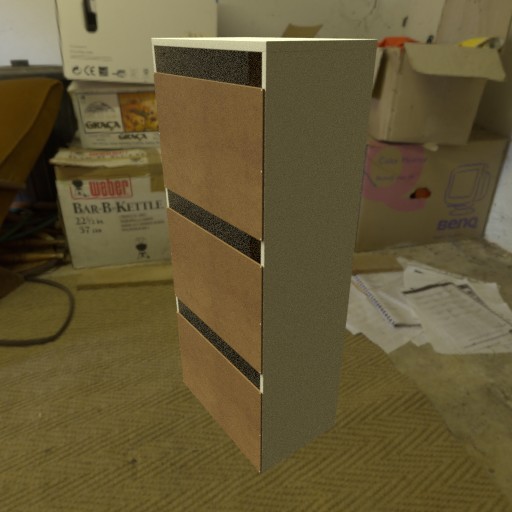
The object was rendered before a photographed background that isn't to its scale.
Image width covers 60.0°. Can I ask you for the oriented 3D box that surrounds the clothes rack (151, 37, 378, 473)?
[{"bbox_3d":[0.000,0.000,1.348,0.331,1.187,0.500,-18,32,-32],"label":"clothes rack"}]
